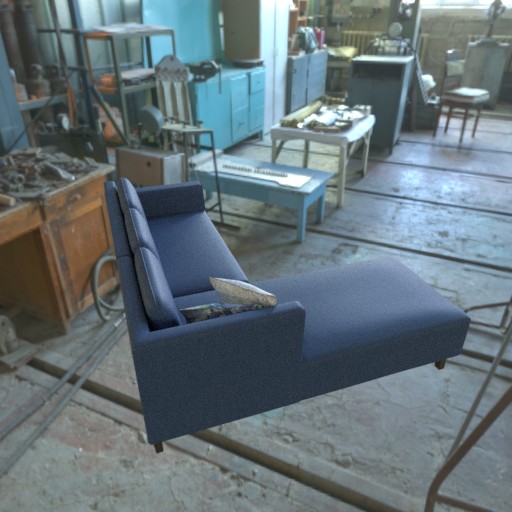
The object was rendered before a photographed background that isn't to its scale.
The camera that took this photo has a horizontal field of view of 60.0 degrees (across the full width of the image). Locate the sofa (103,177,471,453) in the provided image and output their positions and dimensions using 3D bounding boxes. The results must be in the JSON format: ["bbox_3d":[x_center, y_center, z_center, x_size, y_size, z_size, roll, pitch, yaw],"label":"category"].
[{"bbox_3d":[0.000,0.000,3.058,1.829,0.787,2.120,-10,31,-17],"label":"sofa"}]
